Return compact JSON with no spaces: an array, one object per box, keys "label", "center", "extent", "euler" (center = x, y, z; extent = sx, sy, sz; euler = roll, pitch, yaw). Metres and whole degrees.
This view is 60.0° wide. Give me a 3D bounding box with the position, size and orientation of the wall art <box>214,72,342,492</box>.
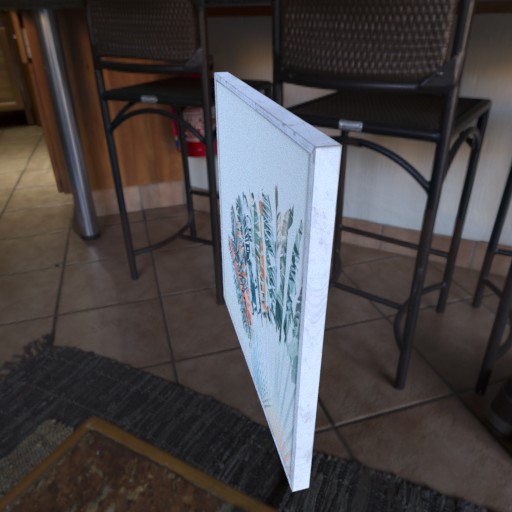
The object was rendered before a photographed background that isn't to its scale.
[{"label":"wall art","center":[0.000,0.000,1.100],"extent":[0.038,0.757,0.760],"euler":[-7,31,-13]}]
